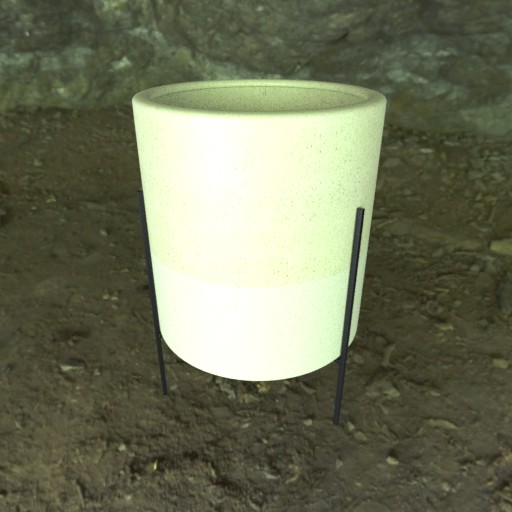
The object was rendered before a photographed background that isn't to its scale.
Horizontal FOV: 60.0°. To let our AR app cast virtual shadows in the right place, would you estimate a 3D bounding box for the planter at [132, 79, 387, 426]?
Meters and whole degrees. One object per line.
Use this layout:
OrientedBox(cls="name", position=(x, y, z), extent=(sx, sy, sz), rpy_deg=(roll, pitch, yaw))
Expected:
OrientedBox(cls="planter", position=(0.000, 0.000, 0.689), extent=(0.333, 0.483, 0.324), rpy_deg=(-8, 29, -15))
